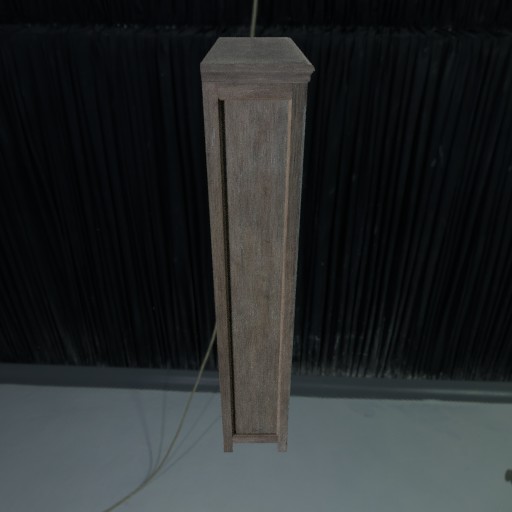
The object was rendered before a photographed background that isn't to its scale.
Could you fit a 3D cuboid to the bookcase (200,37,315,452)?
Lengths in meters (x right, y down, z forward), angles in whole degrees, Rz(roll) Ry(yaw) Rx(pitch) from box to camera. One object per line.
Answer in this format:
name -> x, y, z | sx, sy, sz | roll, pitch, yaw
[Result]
bookcase -> 0.000, 0.000, 2.198 | 0.348, 1.880, 0.906 | 0, 31, 0
